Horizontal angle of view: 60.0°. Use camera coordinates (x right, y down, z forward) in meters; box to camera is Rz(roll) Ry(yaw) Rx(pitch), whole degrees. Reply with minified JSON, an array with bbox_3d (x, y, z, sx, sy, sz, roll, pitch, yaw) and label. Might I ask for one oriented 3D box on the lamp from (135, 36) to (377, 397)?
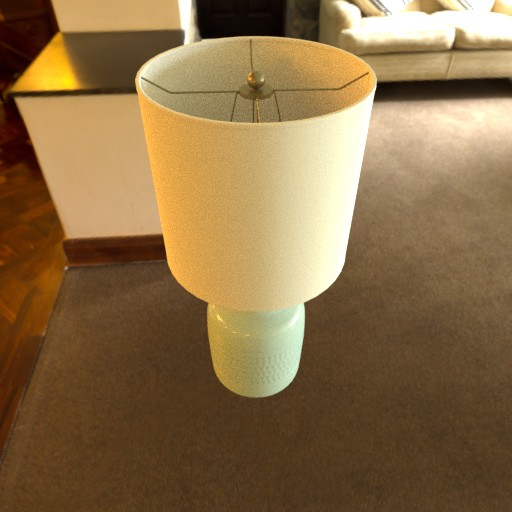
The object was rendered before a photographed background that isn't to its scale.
[{"bbox_3d":[0.000,0.000,1.071,0.418,0.871,0.418,25,48,26],"label":"lamp"}]
